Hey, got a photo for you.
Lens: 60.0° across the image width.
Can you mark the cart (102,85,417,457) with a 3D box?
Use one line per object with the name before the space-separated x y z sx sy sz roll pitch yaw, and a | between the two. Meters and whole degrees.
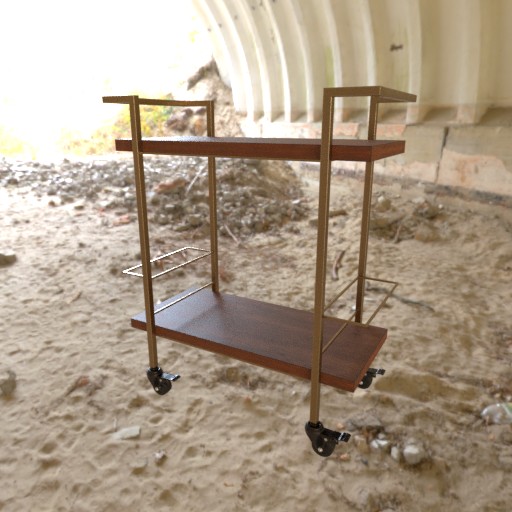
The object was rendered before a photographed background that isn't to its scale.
cart | 0.000 0.000 1.184 0.695 0.807 0.364 9 19 28
